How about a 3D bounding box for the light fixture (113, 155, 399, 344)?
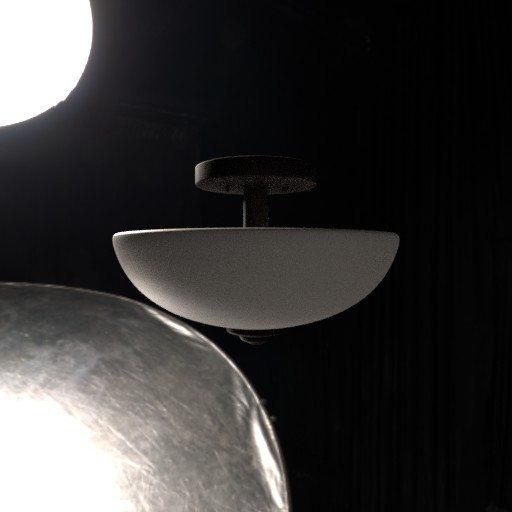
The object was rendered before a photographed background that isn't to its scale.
[{"bbox_3d":[0.000,0.000,0.538,0.331,0.212,0.331,0,0,0],"label":"light fixture"}]
